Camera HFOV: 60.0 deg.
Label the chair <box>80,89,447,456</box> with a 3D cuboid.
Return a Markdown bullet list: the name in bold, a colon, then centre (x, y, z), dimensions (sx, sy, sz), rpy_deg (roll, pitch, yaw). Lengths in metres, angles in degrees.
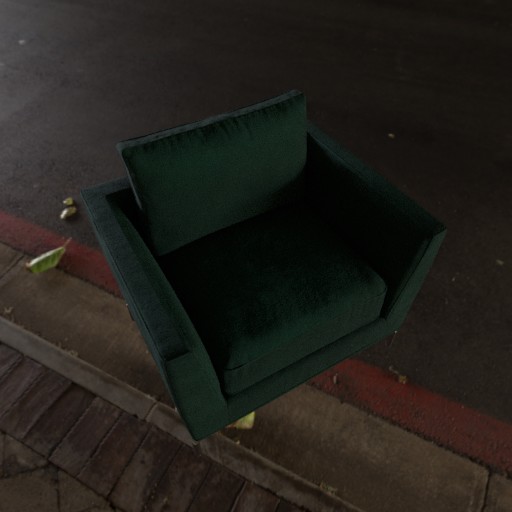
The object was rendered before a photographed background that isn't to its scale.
- **chair**: centre (0.000, 0.000, 1.755), dimensions (1.047, 0.997, 0.852), rpy_deg (-23, 51, -20)
